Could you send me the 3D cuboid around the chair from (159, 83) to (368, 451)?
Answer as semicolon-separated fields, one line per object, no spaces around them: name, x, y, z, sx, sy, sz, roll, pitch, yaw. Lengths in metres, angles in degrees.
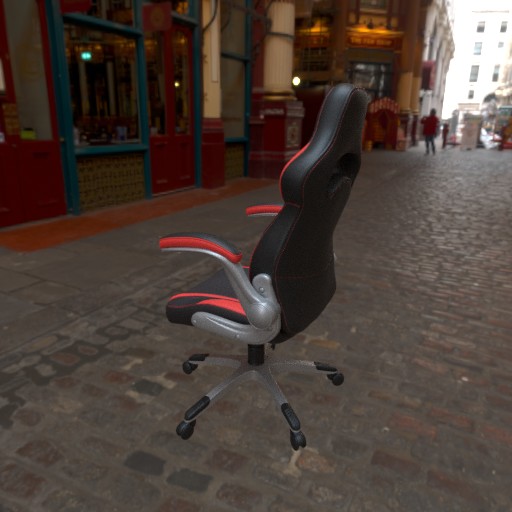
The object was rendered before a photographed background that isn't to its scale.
chair;0.000;0.000;1.631;0.712;1.165;0.758;9;19;26
